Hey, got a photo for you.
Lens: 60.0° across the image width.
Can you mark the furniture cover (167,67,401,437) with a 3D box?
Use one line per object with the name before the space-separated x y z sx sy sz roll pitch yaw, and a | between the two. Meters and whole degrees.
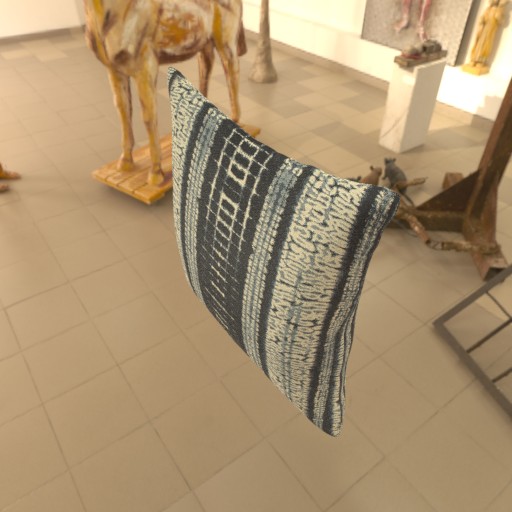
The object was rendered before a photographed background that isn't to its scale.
furniture cover | 0.000 0.000 0.658 0.133 0.435 0.425 -26 47 -27
